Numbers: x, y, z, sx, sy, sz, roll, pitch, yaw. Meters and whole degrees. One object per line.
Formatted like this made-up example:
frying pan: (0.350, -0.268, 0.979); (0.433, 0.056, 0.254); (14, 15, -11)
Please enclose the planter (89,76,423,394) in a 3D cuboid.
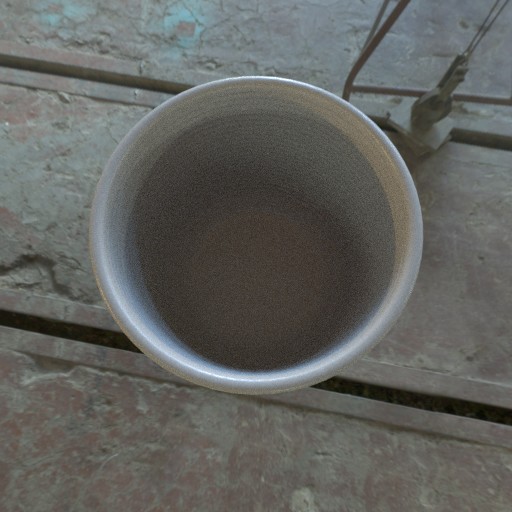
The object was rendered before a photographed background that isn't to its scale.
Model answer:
planter: (0.000, 0.000, 0.216); (0.124, 0.109, 0.124); (0, 76, 0)
